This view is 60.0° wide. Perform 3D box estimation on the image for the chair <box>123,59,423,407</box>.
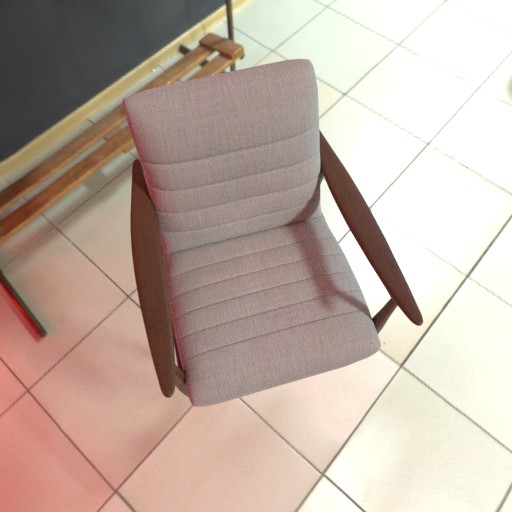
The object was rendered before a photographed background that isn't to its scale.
[{"bbox_3d":[0.000,0.000,1.444,0.741,0.832,0.798,-14,65,-7],"label":"chair"}]
